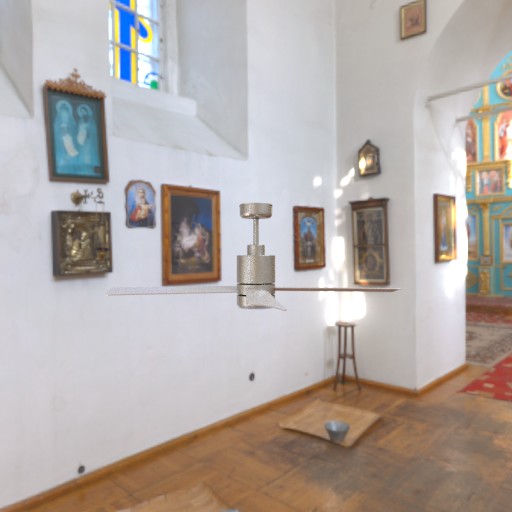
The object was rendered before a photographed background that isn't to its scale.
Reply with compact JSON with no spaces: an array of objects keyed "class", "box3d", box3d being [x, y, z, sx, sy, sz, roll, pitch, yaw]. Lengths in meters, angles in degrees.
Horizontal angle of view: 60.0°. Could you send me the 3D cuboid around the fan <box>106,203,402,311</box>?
[{"class":"fan","box3d":[0.000,0.000,2.333,1.525,0.539,1.525,0,0,-2]}]
